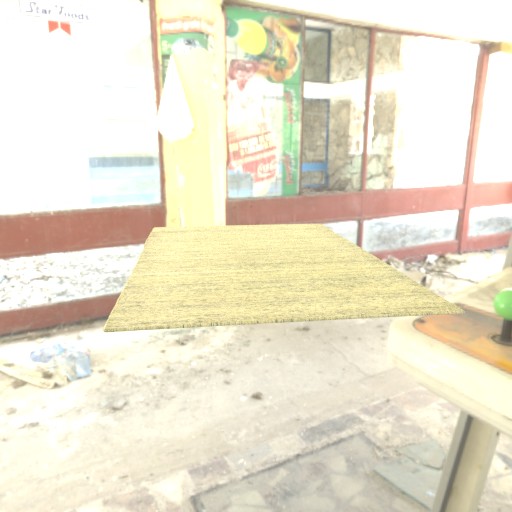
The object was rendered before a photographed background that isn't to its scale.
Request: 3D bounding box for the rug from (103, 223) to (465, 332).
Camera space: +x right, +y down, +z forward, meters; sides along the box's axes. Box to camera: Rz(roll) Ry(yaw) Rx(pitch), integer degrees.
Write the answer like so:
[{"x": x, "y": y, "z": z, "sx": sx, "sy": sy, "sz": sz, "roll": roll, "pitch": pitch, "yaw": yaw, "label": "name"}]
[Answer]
[{"x": 0.000, "y": 0.000, "z": 2.899, "sx": 1.523, "sy": 0.017, "sz": 2.263, "roll": -2, "pitch": 14, "yaw": -7, "label": "rug"}]
